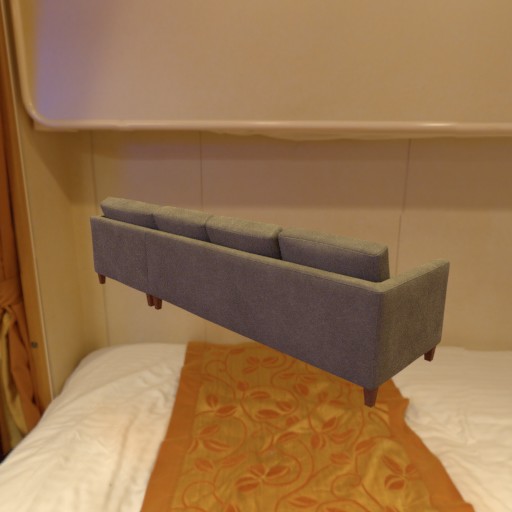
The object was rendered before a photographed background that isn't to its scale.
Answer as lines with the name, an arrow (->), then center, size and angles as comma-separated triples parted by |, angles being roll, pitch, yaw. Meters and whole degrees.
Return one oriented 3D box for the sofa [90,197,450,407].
sofa -> 0.000, 0.000, 4.128 | 3.471, 0.950, 1.604 | 14, 20, 43
